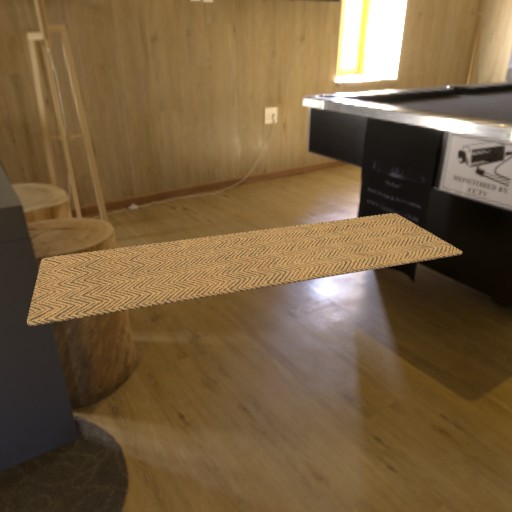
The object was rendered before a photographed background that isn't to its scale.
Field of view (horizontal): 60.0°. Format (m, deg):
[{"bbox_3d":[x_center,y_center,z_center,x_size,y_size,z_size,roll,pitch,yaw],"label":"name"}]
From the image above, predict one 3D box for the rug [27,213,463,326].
[{"bbox_3d":[0.000,0.000,2.499,2.286,0.008,0.686,-8,27,-16],"label":"rug"}]
